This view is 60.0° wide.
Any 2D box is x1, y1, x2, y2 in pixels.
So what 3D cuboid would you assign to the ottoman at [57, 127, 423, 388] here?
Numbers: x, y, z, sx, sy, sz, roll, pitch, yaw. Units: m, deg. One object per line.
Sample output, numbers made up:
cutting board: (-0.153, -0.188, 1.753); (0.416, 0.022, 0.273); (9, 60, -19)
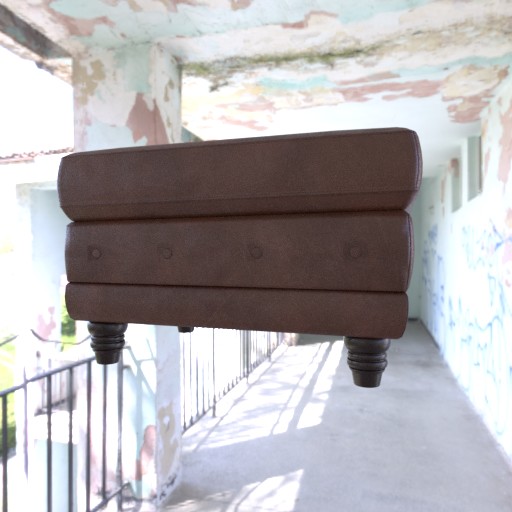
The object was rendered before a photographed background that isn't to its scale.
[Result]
ottoman: (0.000, 0.000, 1.176); (0.795, 0.509, 0.588); (0, 1, 17)
